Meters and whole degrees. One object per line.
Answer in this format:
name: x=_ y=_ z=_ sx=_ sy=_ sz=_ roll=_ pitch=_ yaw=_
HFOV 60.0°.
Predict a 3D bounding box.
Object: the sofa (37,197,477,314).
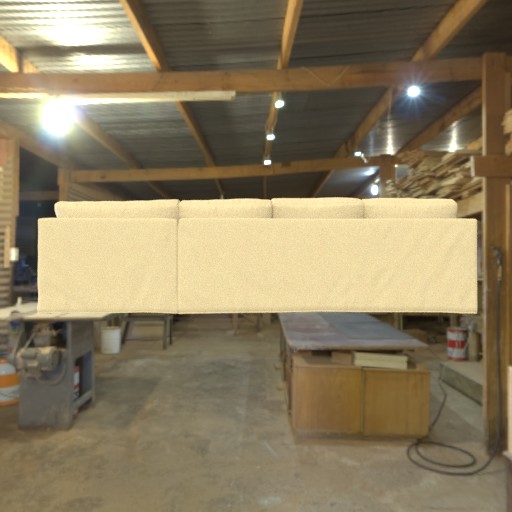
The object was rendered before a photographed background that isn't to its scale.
sofa: x=0.000 y=0.000 z=3.981 sx=3.206 sy=0.871 sz=1.622 roll=0 pitch=-1 yaw=0
